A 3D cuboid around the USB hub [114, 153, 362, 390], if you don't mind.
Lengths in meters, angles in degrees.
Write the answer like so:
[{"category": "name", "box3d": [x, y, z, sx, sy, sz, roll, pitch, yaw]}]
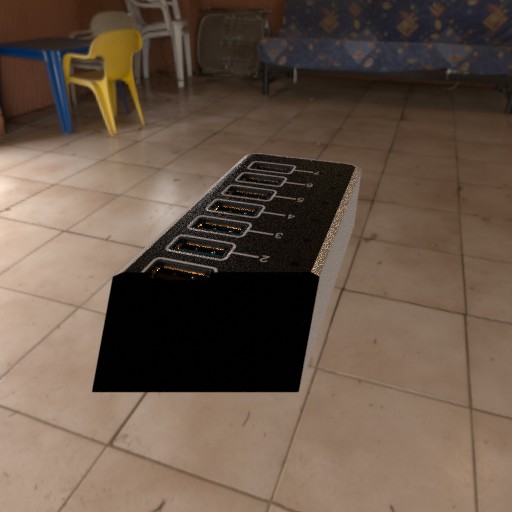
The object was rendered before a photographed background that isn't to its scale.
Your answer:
[{"category": "USB hub", "box3d": [0.000, 0.000, 0.128, 0.044, 0.023, 0.110, 10, 33, 16]}]
